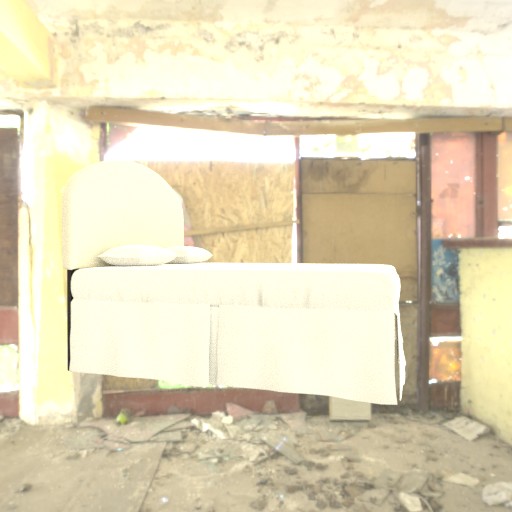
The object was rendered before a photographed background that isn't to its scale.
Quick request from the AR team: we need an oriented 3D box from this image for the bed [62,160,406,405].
[{"bbox_3d":[0.000,0.000,3.120,2.005,1.410,1.607,0,1,17],"label":"bed"}]
